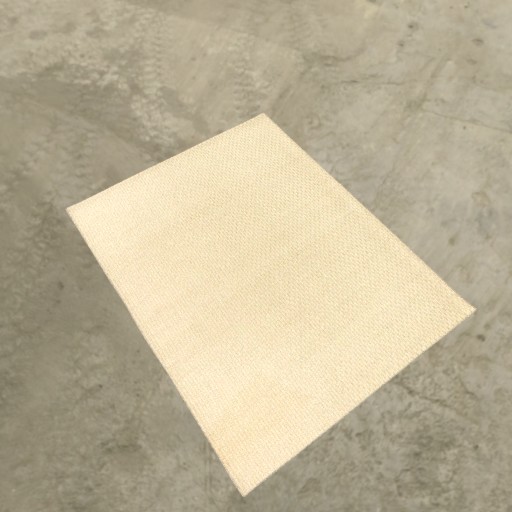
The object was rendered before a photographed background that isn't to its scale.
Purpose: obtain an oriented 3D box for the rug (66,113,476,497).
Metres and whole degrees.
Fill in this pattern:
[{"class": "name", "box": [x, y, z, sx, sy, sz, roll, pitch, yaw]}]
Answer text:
[{"class": "rug", "box": [0.000, 0.000, 3.826, 2.277, 0.035, 2.897, -31, 63, -18]}]
